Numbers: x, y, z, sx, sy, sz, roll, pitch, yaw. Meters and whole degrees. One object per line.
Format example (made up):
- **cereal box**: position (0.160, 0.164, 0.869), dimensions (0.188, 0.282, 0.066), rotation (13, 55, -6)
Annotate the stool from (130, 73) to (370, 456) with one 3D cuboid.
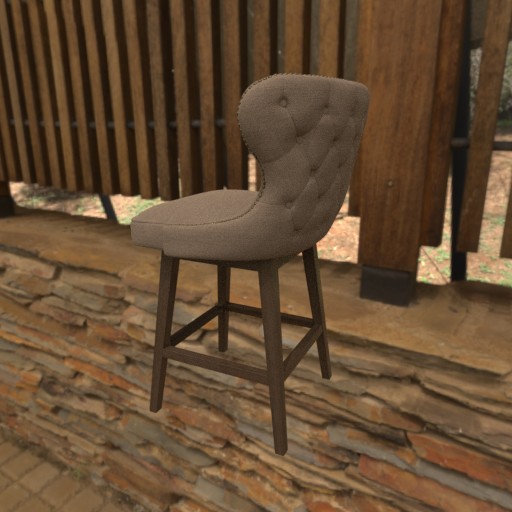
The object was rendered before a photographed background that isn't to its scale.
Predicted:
- **stool**: position (0.000, 0.000, 1.344), dimensions (0.597, 0.972, 0.615), rotation (8, 18, 25)
